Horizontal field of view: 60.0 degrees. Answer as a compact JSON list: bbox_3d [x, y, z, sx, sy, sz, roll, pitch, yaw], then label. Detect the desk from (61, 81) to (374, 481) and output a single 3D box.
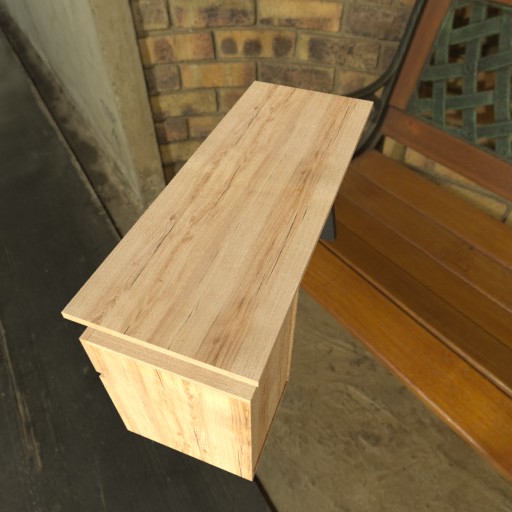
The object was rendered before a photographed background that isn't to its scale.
[{"bbox_3d":[0.000,0.000,1.811,0.550,0.760,1.400,16,49,14],"label":"desk"}]
